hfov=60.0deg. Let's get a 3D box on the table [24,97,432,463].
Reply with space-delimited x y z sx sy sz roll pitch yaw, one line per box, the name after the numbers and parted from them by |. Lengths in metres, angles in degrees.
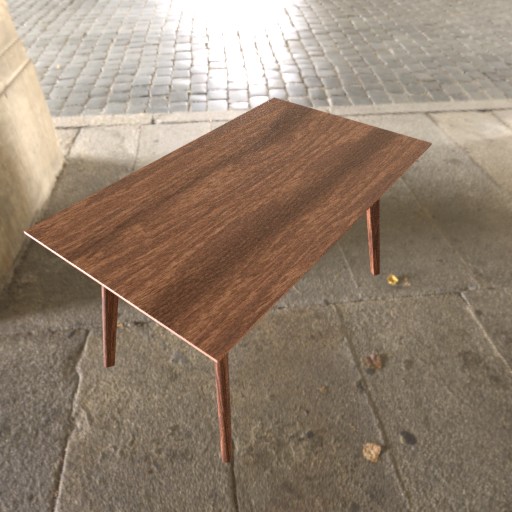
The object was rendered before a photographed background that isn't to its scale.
0.000 0.000 1.846 0.801 0.724 1.349 27 48 27 | table
